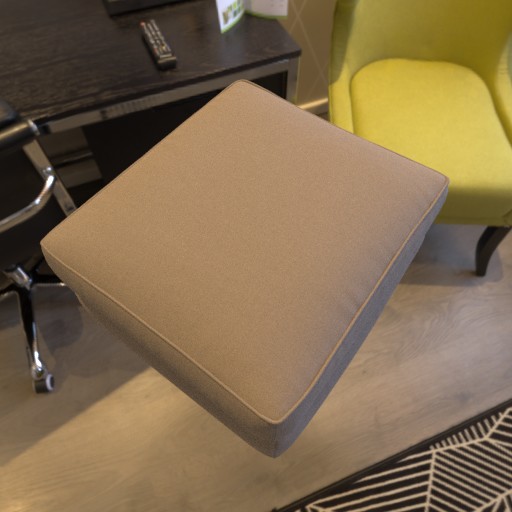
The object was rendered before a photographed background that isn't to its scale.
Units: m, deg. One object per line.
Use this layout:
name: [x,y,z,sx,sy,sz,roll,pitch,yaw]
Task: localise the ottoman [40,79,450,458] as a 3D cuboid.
ottoman: [0.000,0.000,1.124,0.662,0.505,0.721,32,63,19]
